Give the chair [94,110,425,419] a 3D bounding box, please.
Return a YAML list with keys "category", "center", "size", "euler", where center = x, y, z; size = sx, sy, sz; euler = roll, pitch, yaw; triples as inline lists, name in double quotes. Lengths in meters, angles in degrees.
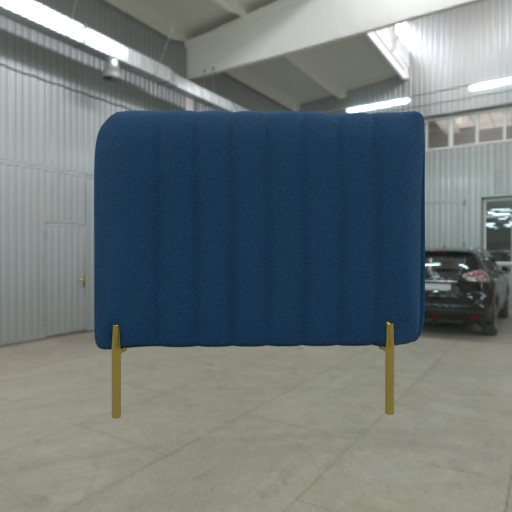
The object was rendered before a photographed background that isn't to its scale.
- category: "chair"
  center: [0.000, 0.000, 1.562]
  size: [0.877, 0.793, 0.947]
  euler: [0, 0, -2]
